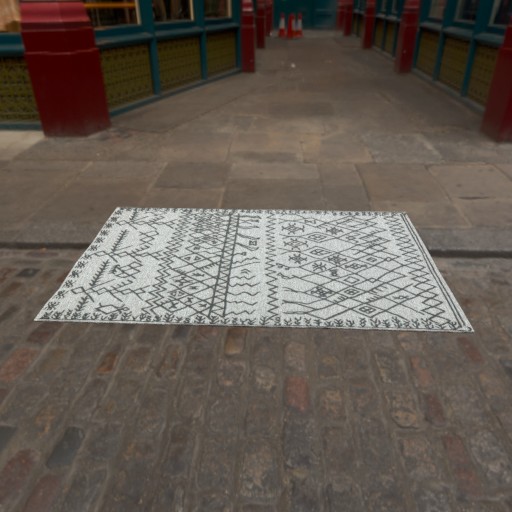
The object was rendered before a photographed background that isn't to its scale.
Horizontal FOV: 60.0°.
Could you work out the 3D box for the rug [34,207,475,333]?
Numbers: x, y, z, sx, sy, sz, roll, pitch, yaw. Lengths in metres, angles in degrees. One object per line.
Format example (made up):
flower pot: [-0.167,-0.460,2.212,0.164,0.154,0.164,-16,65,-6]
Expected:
rug: [0.000,0.000,4.861,3.824,0.019,2.393,1,31,2]
